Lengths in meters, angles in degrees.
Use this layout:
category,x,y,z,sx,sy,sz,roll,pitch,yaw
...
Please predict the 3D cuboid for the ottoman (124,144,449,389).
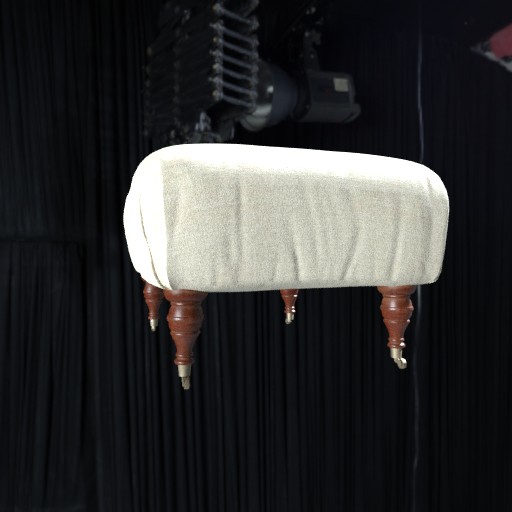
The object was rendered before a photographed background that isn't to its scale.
category,x,y,z,sx,sy,sz,roll,pitch,yaw
ottoman,0.000,0.000,1.115,0.622,0.450,0.747,0,0,-18
